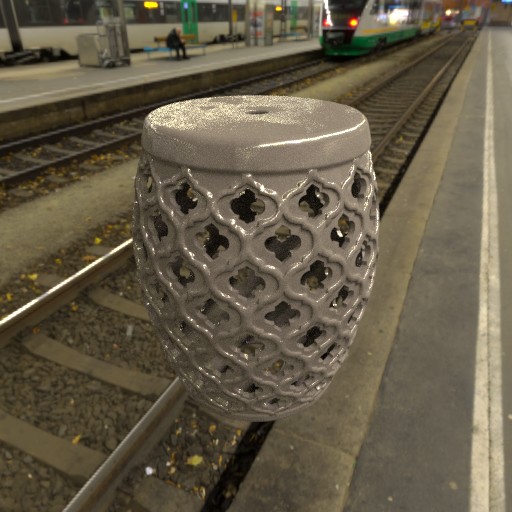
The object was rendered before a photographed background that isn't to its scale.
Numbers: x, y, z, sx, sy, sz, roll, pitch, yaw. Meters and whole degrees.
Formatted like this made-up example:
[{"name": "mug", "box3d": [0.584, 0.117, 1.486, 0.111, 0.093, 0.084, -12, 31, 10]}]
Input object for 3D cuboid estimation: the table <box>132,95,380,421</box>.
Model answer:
[{"name": "table", "box3d": [0.000, 0.000, 0.617, 0.325, 0.388, 0.325, 0, 29, 0]}]
